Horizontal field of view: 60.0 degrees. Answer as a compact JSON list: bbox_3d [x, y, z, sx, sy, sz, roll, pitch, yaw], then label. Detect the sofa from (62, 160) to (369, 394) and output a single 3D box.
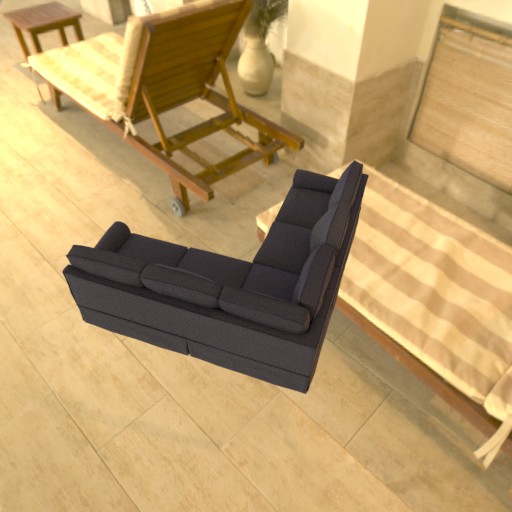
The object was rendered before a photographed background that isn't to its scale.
[{"bbox_3d":[0.000,0.000,5.116,3.773,1.169,2.874,-30,54,-26],"label":"sofa"}]
